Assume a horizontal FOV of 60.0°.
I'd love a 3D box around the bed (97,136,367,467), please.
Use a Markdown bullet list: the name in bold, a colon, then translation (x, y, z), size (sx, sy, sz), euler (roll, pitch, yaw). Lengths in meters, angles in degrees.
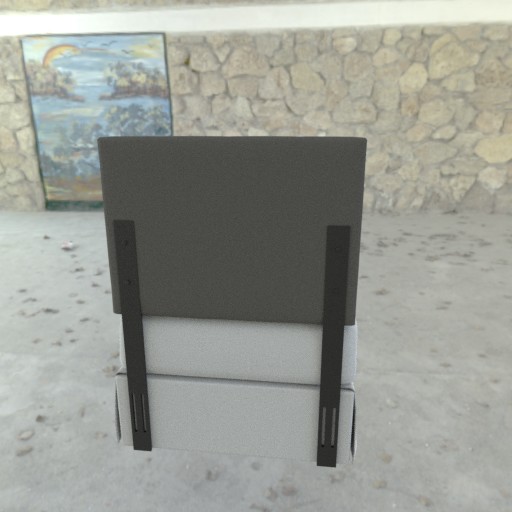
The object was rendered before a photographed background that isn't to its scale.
- **bed**: translation (0.000, 0.000, 2.964), size (1.261, 1.571, 1.997), euler (2, 16, 7)
